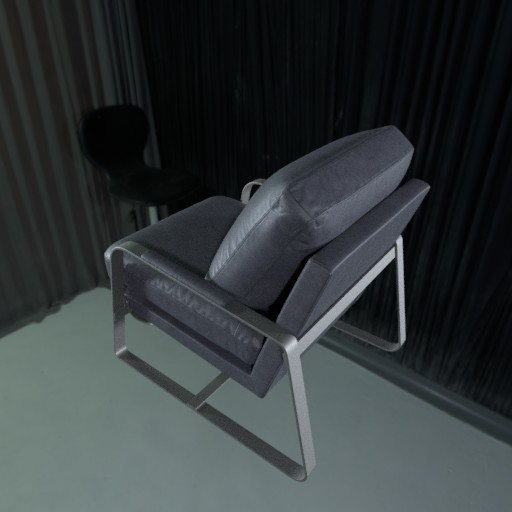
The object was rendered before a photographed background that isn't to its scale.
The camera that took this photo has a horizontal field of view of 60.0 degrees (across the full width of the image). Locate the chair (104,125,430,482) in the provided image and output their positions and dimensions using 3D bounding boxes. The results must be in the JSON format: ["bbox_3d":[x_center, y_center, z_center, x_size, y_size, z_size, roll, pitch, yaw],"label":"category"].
[{"bbox_3d":[0.000,0.000,1.462,0.878,0.839,0.692,22,37,32],"label":"chair"}]
